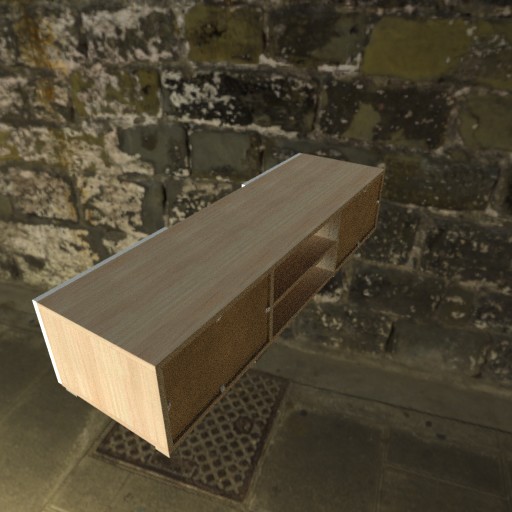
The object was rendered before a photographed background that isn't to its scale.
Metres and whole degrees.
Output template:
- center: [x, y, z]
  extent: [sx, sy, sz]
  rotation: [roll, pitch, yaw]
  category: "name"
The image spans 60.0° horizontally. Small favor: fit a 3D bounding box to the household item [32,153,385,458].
- center: [0.000, 0.000, 1.586]
  extent: [0.420, 0.310, 1.400]
  rotation: [18, 35, 28]
  category: "household item"
